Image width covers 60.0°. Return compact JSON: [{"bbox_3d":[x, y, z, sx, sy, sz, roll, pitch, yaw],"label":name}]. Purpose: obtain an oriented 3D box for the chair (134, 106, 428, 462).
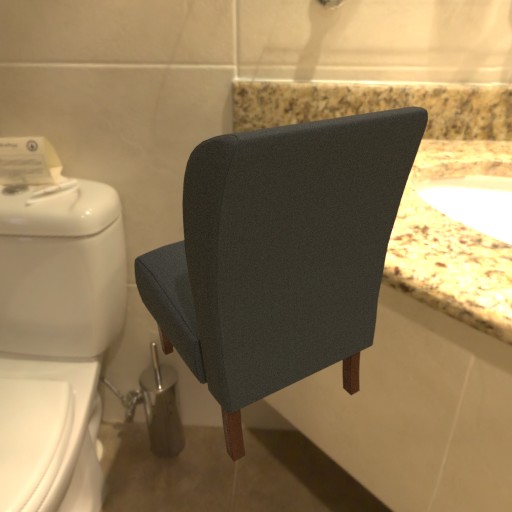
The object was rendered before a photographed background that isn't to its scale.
[{"bbox_3d":[0.000,0.000,1.164,0.513,0.804,0.592,-18,34,-28],"label":"chair"}]
